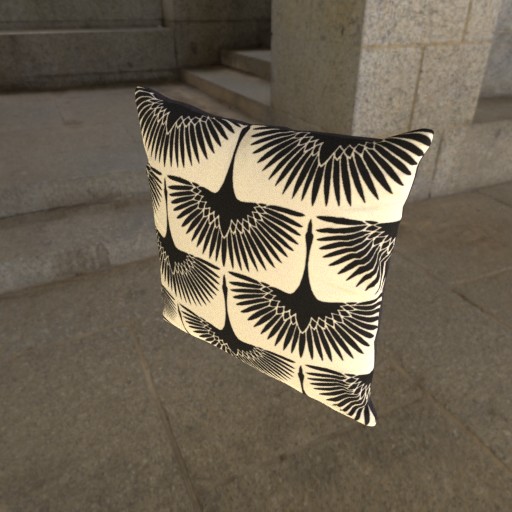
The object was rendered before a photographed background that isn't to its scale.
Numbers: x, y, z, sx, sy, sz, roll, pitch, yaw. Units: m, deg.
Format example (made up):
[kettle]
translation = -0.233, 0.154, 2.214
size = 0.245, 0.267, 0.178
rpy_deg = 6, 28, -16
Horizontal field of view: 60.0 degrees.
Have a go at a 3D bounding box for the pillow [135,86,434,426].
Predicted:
[pillow]
translation = 0.000, 0.000, 0.650
size = 0.432, 0.432, 0.139
rpy_deg = 20, 36, 30
